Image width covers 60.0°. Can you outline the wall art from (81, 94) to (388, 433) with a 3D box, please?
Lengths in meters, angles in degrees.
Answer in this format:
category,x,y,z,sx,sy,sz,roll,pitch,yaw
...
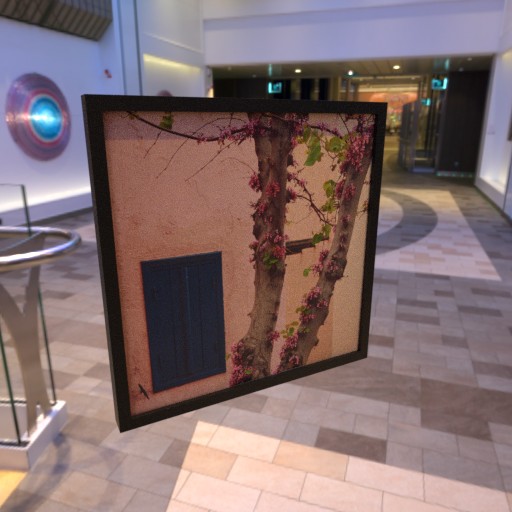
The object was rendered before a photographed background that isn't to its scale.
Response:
category,x,y,z,sx,sy,sz,roll,pitch,yaw
wall art,0.000,0.000,0.761,0.508,0.508,0.038,-9,19,-26
